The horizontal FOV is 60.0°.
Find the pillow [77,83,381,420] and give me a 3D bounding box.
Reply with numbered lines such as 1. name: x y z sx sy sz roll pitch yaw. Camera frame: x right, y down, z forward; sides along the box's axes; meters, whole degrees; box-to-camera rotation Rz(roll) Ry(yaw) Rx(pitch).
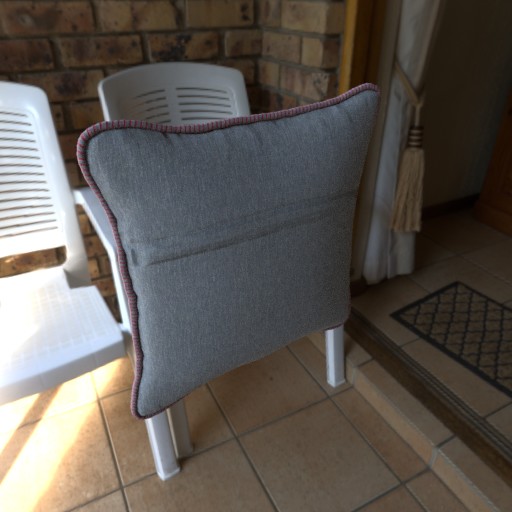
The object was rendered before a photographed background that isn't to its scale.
1. pillow: 0.000 0.000 0.721 0.482 0.491 0.124 -19 36 -28
